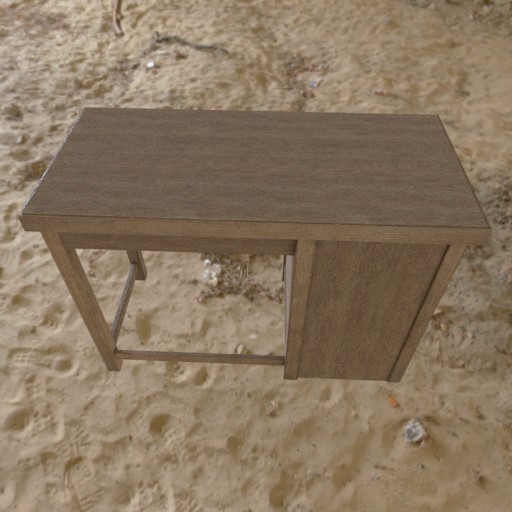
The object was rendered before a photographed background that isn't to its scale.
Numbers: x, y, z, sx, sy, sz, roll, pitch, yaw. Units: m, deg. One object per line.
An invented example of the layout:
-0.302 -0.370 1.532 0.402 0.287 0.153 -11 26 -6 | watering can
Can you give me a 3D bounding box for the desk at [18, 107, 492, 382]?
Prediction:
0.000 0.000 1.739 1.289 0.912 0.610 2 47 2 | desk
